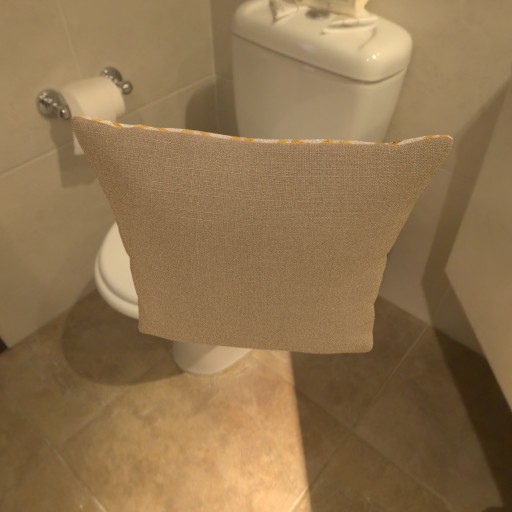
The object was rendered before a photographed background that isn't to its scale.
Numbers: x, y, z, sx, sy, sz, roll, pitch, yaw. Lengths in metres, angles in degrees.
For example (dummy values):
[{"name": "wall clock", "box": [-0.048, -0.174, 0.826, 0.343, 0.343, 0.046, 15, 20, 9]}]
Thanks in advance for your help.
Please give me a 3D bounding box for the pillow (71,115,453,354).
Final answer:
[{"name": "pillow", "box": [0.000, 0.000, 0.651, 0.429, 0.436, 0.159, 3, 47, 3]}]
